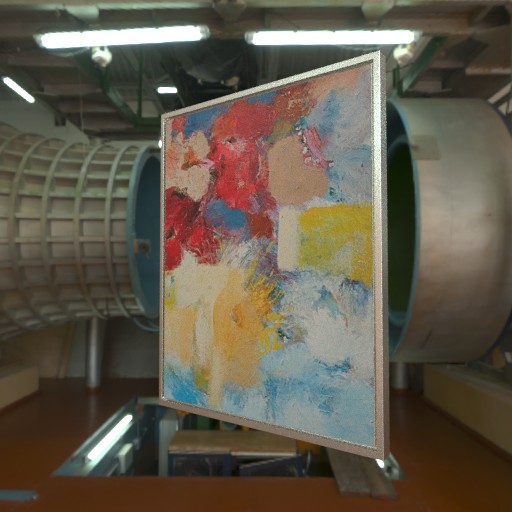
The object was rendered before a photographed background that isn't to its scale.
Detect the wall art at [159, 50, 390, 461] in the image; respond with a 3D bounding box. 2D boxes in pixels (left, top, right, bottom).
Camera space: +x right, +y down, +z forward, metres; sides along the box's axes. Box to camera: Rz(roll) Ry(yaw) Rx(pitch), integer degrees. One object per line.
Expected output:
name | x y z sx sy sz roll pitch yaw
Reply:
wall art | 0.000 0.000 0.752 0.444 0.569 0.025 -1 -2 35
